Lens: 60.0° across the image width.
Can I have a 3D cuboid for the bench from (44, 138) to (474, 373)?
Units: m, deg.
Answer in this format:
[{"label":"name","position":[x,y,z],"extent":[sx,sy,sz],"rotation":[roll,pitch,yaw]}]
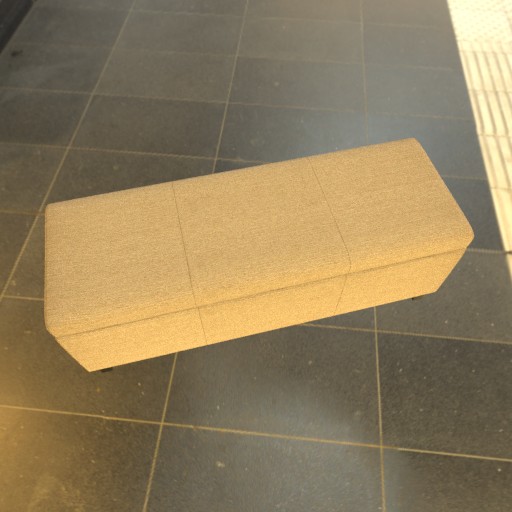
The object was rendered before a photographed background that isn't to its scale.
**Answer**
[{"label":"bench","position":[0.000,0.000,1.518],"extent":[1.269,0.438,0.446],"rotation":[-12,59,-7]}]
